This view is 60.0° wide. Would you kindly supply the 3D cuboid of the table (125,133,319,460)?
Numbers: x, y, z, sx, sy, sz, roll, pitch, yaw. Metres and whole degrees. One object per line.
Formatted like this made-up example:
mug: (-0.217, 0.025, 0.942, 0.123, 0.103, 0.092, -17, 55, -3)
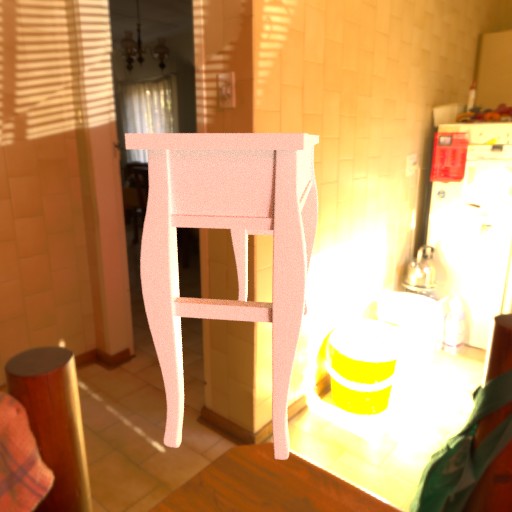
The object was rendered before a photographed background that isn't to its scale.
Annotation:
table: (0.000, 0.000, 1.456, 0.373, 0.768, 1.062, 2, 15, 9)
